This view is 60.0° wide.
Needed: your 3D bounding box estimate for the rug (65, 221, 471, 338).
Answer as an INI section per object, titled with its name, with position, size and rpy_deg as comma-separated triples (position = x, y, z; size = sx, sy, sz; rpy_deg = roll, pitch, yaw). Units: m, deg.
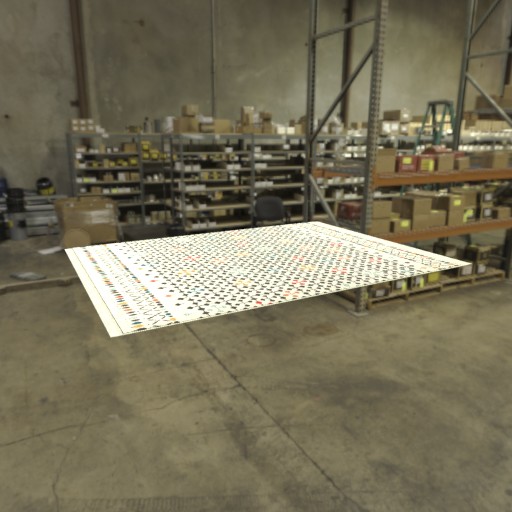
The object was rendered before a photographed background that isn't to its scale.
[rug]
position = 0.000, 0.000, 2.092
size = 1.556, 0.006, 1.146
rpy_deg = -8, 17, -28
